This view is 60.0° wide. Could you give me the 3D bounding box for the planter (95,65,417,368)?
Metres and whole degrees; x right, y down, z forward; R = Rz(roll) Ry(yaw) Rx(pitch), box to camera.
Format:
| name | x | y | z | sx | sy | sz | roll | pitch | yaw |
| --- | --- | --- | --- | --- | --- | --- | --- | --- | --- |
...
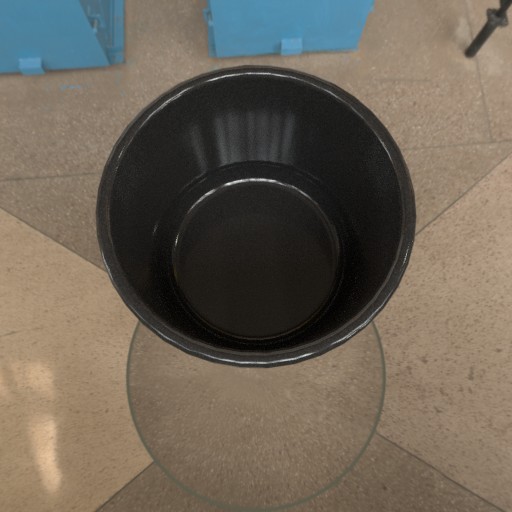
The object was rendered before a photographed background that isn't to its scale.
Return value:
| name | x | y | z | sx | sy | sz | roll | pitch | yaw |
| --- | --- | --- | --- | --- | --- | --- | --- | --- | --- |
| planter | 0.000 | 0.000 | 0.263 | 0.129 | 0.177 | 0.129 | 0 | 76 | 0 |
